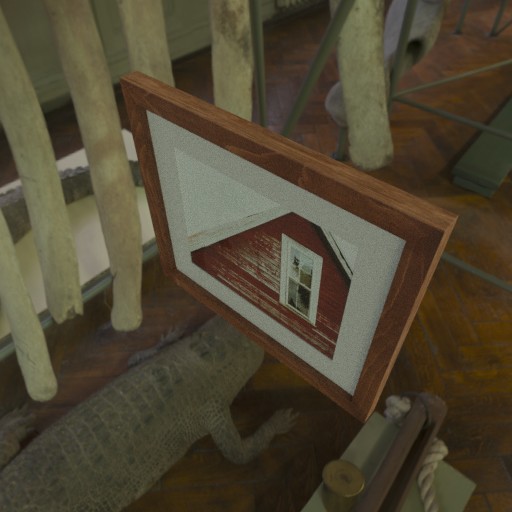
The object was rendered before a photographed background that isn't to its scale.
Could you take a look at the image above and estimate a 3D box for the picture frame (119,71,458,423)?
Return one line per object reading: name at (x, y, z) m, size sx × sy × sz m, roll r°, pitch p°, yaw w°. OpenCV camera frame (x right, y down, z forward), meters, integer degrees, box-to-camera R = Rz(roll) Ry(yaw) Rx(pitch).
picture frame at (0.000, 0.000, 0.531) m, size 0.381 × 0.330 × 0.025 m, roll 32°, pitch 54°, yaw 27°
